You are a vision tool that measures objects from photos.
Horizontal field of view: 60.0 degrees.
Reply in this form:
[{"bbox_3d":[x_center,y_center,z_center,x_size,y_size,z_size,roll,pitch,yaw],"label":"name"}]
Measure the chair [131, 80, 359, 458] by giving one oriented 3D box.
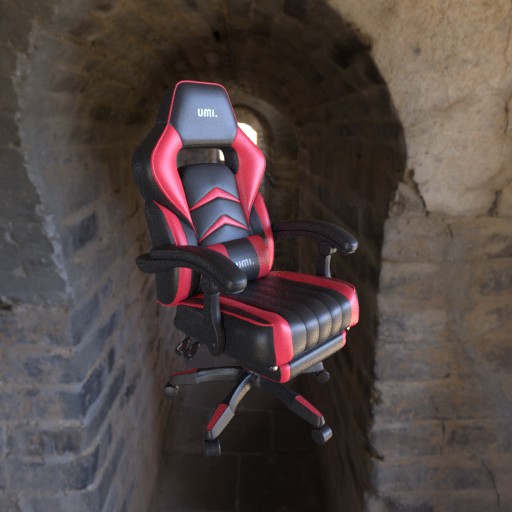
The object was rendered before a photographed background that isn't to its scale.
[{"bbox_3d":[0.000,0.000,1.609,0.700,1.220,0.700,14,21,42],"label":"chair"}]
